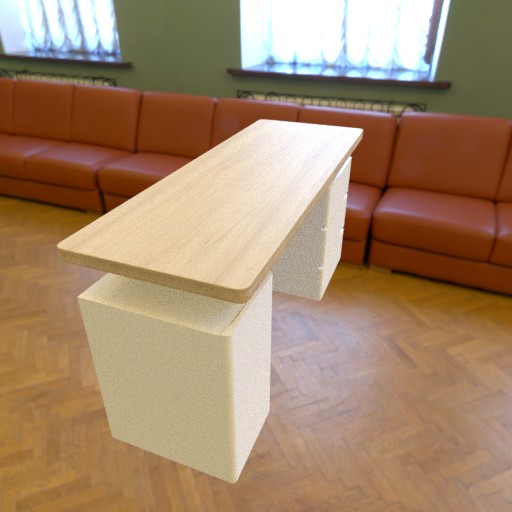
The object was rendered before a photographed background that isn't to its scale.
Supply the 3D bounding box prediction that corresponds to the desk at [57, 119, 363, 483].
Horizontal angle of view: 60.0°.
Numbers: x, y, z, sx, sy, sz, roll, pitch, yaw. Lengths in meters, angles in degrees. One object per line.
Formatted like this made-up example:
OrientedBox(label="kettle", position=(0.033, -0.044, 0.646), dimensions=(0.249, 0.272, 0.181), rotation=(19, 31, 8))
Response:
OrientedBox(label="desk", position=(0.000, 0.000, 1.865), dimensions=(0.550, 0.755, 1.500), rotation=(11, 32, 19))
